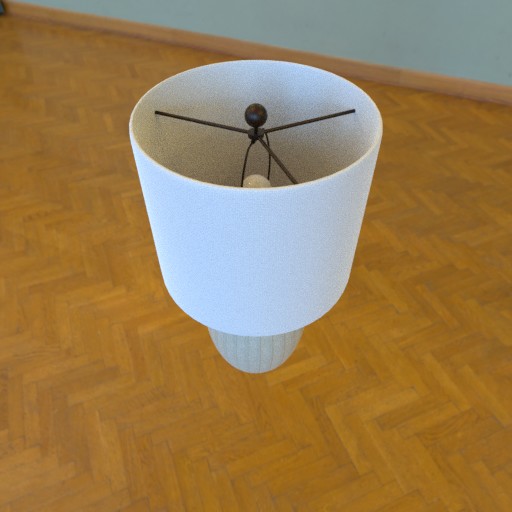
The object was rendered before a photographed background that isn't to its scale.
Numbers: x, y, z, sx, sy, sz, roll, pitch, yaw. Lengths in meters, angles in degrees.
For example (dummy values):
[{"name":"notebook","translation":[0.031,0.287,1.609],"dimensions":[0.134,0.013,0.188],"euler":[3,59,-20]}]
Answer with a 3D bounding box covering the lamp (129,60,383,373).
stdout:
[{"name":"lamp","translation":[0.000,0.000,0.780],"dimensions":[0.329,0.570,0.329],"euler":[16,49,15]}]
